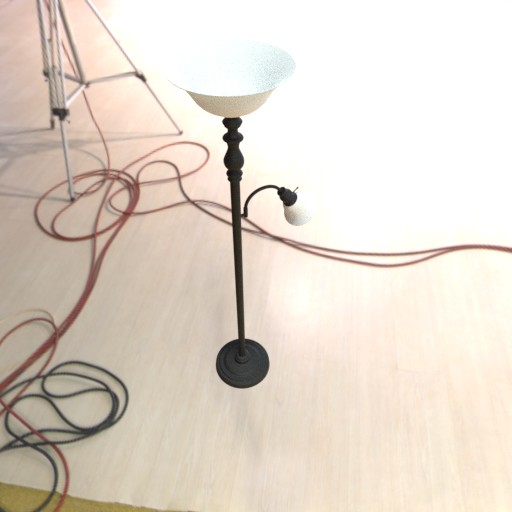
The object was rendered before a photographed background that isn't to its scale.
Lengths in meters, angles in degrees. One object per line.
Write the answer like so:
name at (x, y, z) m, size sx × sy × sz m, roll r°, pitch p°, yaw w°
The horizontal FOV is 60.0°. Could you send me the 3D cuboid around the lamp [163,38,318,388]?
lamp at (0.000, 0.000, 2.031) m, size 0.588 × 1.793 × 0.405 m, roll -23°, pitch 51°, yaw -20°
